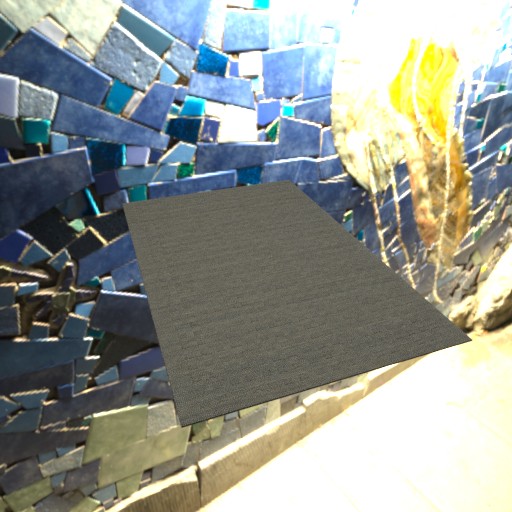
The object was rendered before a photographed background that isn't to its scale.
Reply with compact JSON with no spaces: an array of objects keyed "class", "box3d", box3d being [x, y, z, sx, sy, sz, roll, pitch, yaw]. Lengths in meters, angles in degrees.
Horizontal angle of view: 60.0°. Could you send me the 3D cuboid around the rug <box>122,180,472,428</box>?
[{"class":"rug","box3d":[0.000,0.000,2.249,1.142,0.006,1.752,-11,33,-17]}]
